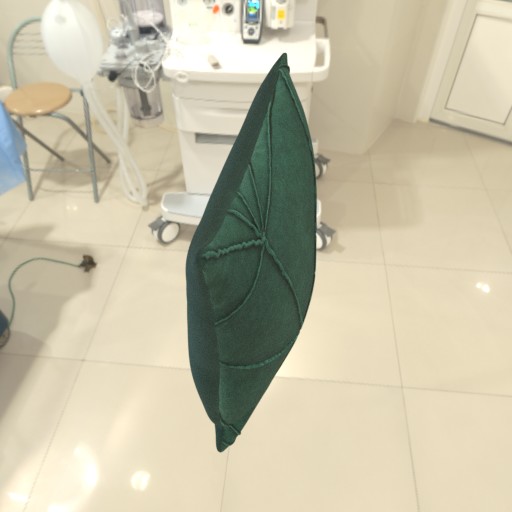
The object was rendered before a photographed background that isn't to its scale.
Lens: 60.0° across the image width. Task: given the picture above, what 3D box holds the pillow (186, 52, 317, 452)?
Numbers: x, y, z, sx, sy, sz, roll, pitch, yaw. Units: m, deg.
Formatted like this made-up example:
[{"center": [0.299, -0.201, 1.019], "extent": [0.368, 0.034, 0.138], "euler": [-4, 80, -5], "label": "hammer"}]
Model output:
[{"center": [0.000, 0.000, 0.666], "extent": [0.184, 0.440, 0.439], "euler": [9, 48, 8], "label": "pillow"}]
